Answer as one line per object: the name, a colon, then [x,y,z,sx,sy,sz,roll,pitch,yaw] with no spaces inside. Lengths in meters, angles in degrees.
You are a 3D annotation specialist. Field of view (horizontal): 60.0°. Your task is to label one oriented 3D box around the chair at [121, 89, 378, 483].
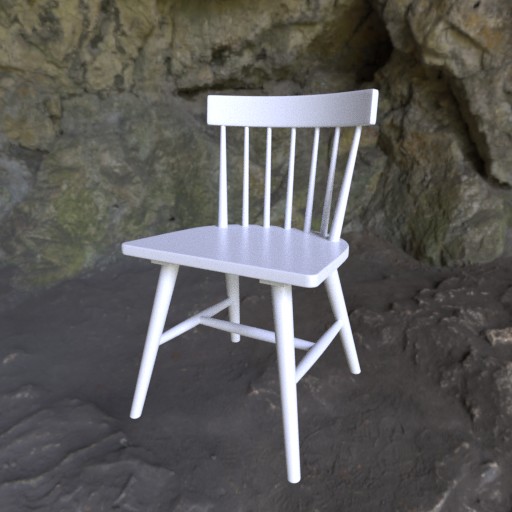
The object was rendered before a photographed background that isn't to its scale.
chair: [0.000,0.000,1.109,0.483,0.787,0.500,9,18,27]
